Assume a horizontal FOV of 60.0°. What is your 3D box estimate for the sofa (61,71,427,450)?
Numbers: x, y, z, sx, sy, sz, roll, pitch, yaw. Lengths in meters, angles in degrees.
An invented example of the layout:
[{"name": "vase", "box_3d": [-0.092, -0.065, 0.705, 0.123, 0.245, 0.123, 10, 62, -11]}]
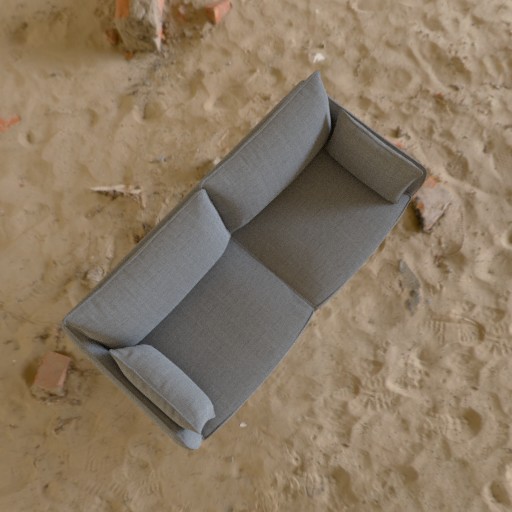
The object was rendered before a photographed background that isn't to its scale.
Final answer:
[{"name": "sofa", "box_3d": [0.000, 0.000, 2.501, 0.972, 0.851, 1.989, 41, 78, 10]}]
